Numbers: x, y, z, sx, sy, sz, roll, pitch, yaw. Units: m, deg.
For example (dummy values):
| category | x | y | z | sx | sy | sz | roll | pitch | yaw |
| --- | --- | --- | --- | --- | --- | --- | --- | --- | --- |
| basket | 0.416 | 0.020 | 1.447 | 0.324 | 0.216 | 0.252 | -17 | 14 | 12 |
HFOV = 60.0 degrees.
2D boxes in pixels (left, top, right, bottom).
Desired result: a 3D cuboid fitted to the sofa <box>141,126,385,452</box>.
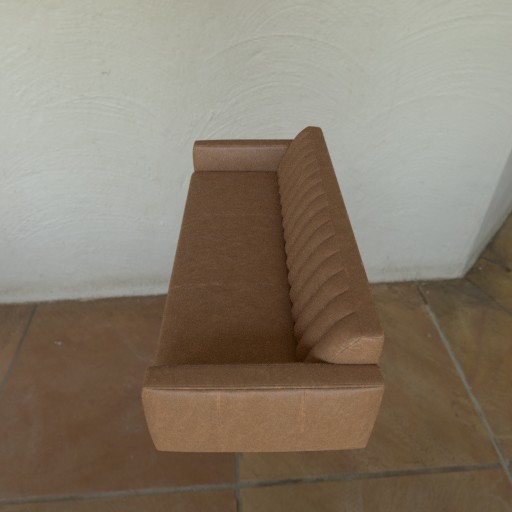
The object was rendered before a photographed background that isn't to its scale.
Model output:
| category | x | y | z | sx | sy | sz | roll | pitch | yaw |
| --- | --- | --- | --- | --- | --- | --- | --- | --- | --- |
| sofa | 0.000 | 0.000 | 2.719 | 0.990 | 0.821 | 2.291 | 0 | 40 | -1 |
